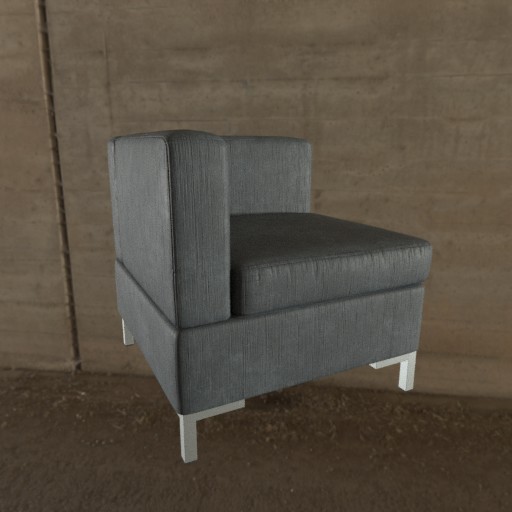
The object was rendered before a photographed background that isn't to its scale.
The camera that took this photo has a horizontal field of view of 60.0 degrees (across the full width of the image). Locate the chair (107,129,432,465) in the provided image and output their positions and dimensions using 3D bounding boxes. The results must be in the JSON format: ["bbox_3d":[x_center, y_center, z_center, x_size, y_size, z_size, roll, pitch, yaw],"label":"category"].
[{"bbox_3d":[0.000,0.000,1.238,0.680,0.660,0.680,-7,16,-26],"label":"chair"}]
